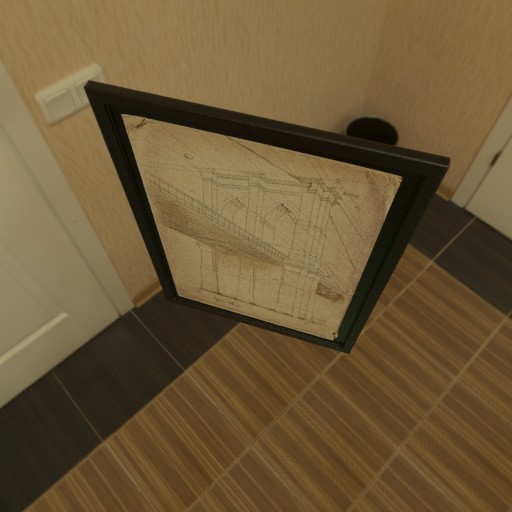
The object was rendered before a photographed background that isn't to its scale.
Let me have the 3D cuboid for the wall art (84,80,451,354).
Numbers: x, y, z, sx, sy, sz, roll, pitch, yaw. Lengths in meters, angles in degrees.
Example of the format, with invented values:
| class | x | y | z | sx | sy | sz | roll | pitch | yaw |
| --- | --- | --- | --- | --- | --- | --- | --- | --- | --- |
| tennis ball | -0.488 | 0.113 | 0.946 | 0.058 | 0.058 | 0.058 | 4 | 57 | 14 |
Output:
| class | x | y | z | sx | sy | sz | roll | pitch | yaw |
| --- | --- | --- | --- | --- | --- | --- | --- | --- | --- |
| wall art | 0.000 | 0.000 | 0.841 | 0.480 | 0.657 | 0.016 | 15 | 60 | 9 |
